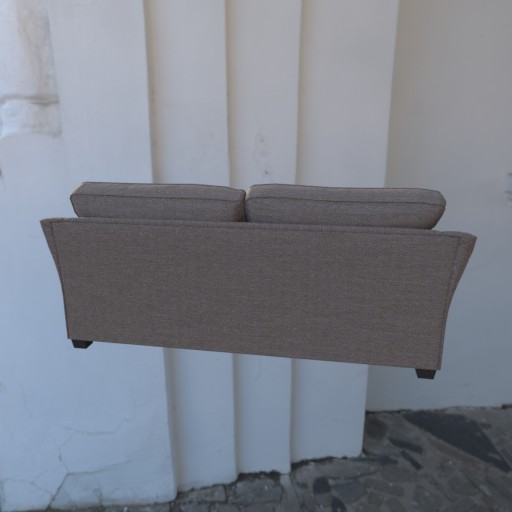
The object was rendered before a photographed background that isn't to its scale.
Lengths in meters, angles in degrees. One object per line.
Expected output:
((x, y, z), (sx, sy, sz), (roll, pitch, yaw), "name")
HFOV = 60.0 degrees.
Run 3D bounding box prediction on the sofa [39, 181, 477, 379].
((0.000, 0.000, 2.750), (2.270, 0.965, 0.980), (3, 16, 9), "sofa")
